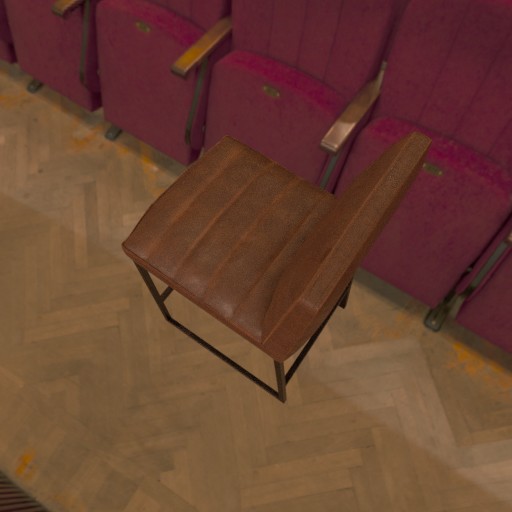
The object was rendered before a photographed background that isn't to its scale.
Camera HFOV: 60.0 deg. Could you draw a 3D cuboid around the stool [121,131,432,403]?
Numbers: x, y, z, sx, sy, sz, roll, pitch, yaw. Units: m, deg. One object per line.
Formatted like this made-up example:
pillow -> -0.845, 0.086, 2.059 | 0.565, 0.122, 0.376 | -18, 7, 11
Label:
stool -> 0.000, 0.000, 1.260 | 0.562, 0.942, 0.463 | 32, 67, 15
